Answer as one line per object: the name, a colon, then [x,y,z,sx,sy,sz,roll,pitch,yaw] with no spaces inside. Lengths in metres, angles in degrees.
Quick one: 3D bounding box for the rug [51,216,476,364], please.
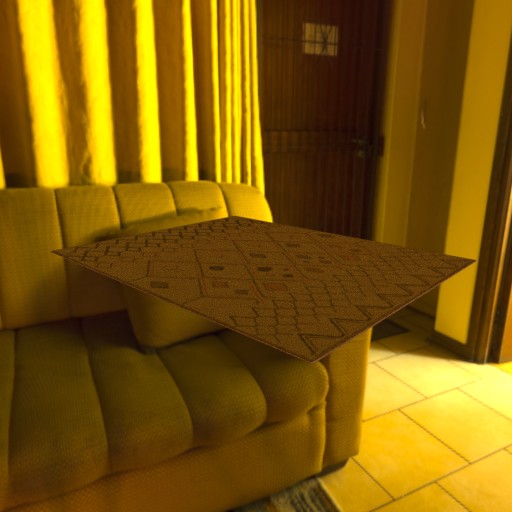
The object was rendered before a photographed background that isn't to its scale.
rug: [0.000,0.000,4.051,3.050,0.016,2.441,14,21,41]
